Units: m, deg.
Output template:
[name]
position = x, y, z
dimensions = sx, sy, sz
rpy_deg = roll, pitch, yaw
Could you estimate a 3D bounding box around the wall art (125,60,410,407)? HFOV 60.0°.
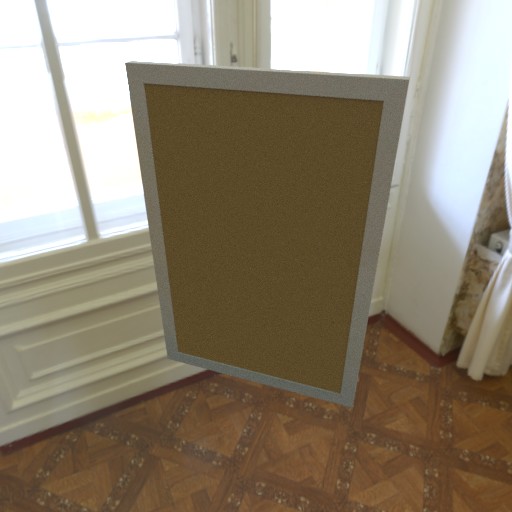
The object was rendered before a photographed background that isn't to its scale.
[wall art]
position = 0.000, 0.000, 1.451
dimensions = 0.764, 1.143, 0.038
rpy_deg = 10, 33, 16
